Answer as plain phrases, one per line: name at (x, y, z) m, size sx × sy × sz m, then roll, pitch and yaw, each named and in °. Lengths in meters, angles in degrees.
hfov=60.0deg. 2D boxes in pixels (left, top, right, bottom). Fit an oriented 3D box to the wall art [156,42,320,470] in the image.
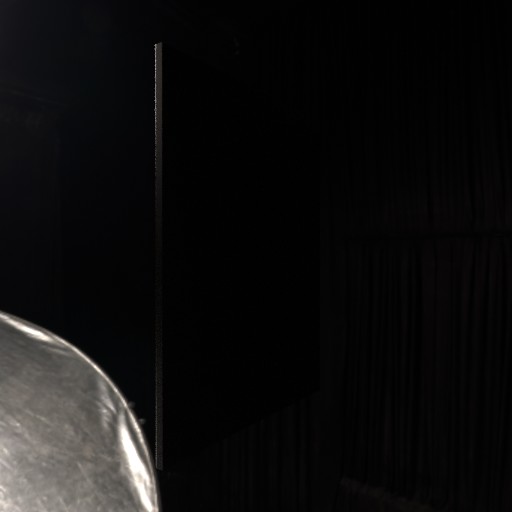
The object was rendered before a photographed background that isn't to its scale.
wall art at (0.000, 0.000, 0.783) m, size 0.013 × 0.582 × 0.442 m, roll 0°, pitch 1°, yaw 37°
